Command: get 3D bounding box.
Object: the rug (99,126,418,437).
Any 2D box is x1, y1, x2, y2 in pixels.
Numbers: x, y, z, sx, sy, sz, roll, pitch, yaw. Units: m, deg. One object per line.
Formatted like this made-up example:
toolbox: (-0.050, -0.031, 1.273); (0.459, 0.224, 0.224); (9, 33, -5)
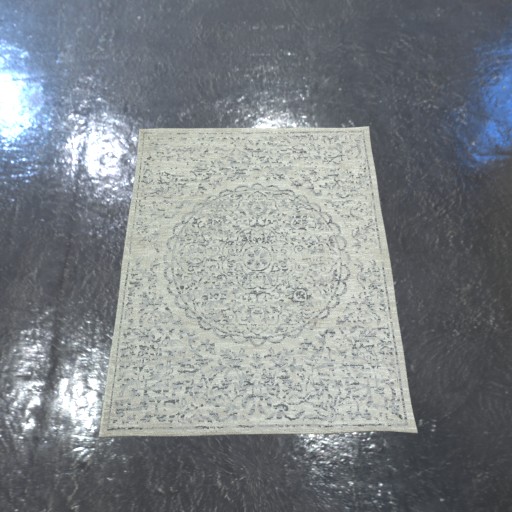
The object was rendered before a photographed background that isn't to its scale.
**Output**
rug: (0.000, 0.000, 3.887); (2.343, 0.026, 2.925); (-1, 64, 0)
